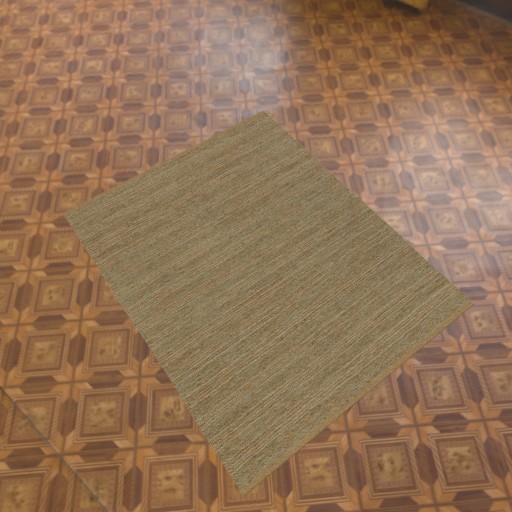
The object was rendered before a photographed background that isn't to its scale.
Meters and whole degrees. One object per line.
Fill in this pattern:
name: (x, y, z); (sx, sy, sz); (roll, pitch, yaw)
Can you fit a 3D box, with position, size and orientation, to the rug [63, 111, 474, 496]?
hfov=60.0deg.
rug: (0.000, 0.000, 4.086); (2.471, 0.012, 3.034); (-32, 64, -18)
